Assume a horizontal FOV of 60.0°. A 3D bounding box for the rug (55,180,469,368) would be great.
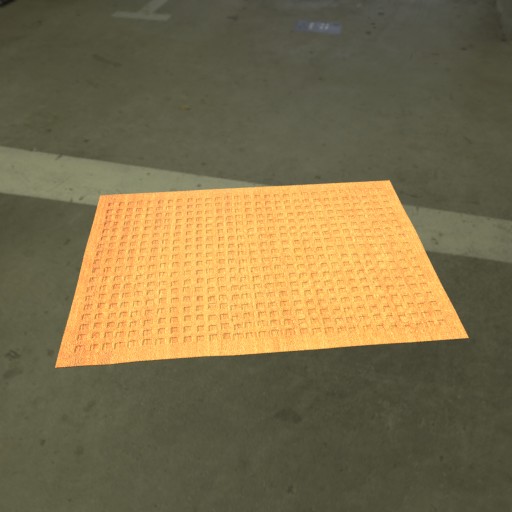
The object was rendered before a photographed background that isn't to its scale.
[{"bbox_3d":[0.000,0.000,2.261,1.747,0.006,1.143,-3,46,-3],"label":"rug"}]
